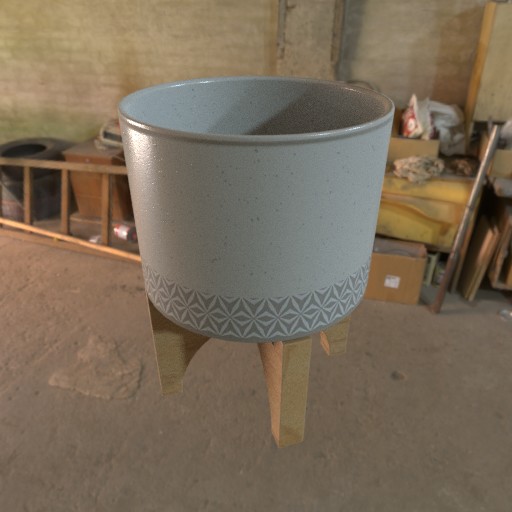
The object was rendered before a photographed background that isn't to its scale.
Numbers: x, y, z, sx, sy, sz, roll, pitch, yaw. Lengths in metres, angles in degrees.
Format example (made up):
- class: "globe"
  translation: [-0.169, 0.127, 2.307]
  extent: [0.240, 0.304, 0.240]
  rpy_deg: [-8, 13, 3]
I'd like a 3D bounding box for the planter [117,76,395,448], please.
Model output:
- class: "planter"
  translation: [0.000, 0.000, 0.260]
  extent: [0.130, 0.178, 0.130]
  rpy_deg: [0, 31, 0]
